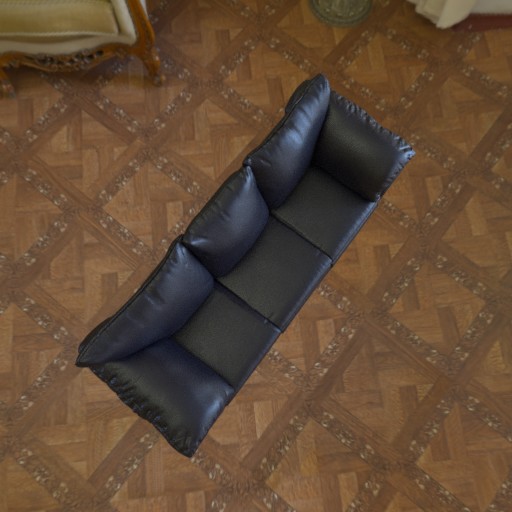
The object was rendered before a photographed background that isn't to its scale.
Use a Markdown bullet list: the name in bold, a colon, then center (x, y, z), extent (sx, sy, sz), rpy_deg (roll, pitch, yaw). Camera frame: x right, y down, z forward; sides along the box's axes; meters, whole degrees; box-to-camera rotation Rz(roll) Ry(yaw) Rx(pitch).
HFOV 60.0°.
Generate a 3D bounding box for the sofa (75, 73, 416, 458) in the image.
- **sofa**: center (0.000, 0.000, 2.880), extent (0.880, 1.073, 2.336), rpy_deg (36, 78, 9)
